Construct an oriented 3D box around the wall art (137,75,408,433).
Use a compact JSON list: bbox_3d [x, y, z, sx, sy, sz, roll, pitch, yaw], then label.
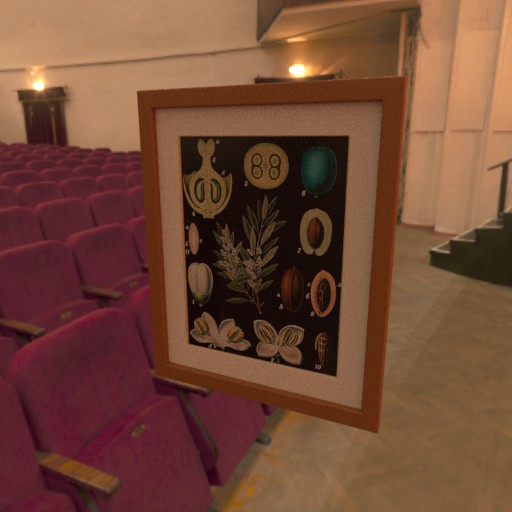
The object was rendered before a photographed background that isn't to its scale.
[{"bbox_3d":[0.000,0.000,0.522,0.310,0.379,0.015,7,16,24],"label":"wall art"}]
